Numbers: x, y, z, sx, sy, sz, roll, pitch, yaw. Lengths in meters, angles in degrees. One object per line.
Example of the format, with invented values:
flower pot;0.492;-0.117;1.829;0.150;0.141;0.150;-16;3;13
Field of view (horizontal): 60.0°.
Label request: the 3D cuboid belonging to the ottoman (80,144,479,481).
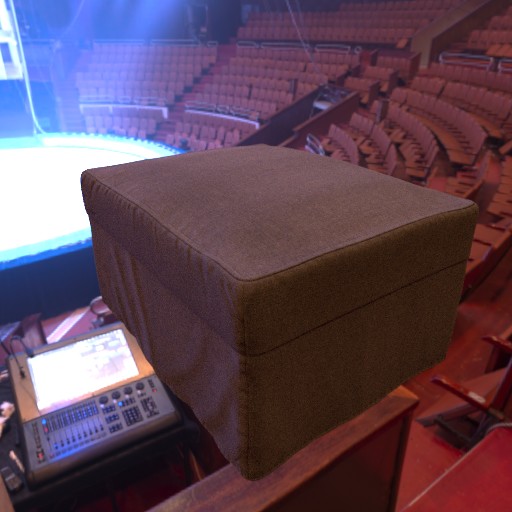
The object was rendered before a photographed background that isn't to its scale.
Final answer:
ottoman;0.000;0.000;1.186;0.652;0.492;0.833;-18;31;-32
